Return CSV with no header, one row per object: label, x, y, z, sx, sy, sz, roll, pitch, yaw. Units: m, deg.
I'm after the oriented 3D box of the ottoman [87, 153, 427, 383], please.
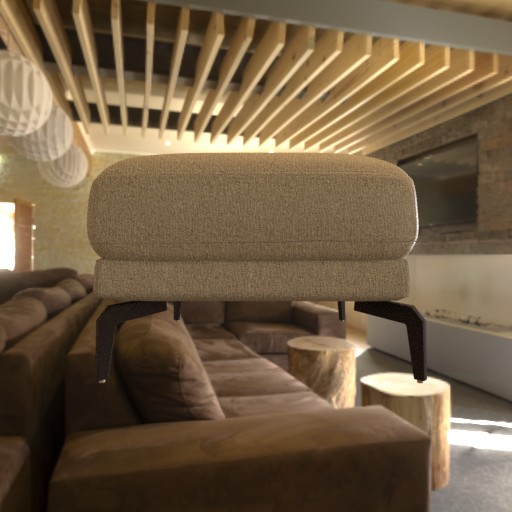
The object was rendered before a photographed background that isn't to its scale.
ottoman,0.000,0.000,1.078,0.568,0.420,0.772,0,0,0
